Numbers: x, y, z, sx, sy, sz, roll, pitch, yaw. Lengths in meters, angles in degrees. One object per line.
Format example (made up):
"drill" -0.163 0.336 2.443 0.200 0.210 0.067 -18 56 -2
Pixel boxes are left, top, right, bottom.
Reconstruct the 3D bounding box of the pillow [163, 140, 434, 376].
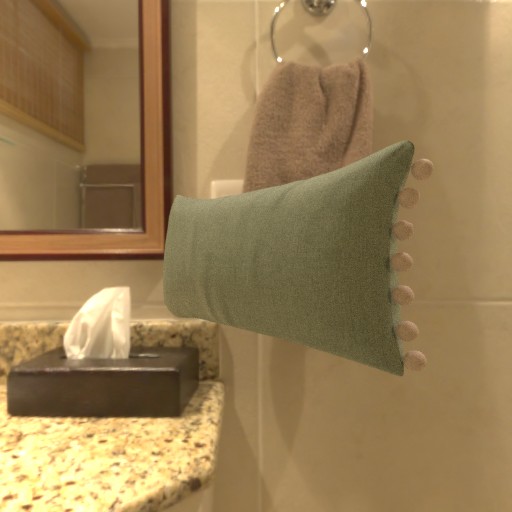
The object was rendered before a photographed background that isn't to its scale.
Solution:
"pillow" 0.000 0.000 0.851 0.201 0.322 0.709 -1 1 -38
